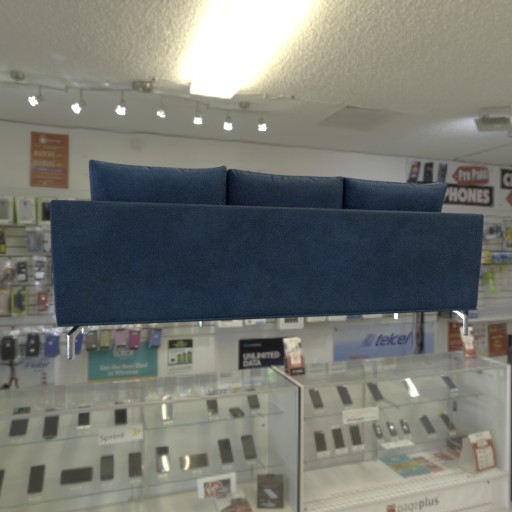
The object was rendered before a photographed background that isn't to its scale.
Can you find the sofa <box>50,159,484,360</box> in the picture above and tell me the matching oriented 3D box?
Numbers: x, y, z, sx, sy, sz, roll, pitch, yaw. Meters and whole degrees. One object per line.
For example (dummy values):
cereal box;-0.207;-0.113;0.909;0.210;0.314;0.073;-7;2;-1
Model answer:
sofa;0.000;0.000;3.129;2.438;0.987;1.622;0;0;-16
